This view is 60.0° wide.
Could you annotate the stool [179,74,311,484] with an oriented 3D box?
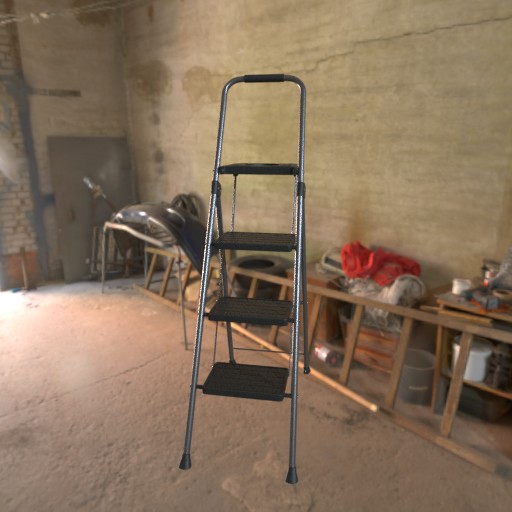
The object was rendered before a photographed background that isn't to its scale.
[{"bbox_3d":[0.000,0.000,1.610,0.396,1.277,0.733,3,15,10],"label":"stool"}]
